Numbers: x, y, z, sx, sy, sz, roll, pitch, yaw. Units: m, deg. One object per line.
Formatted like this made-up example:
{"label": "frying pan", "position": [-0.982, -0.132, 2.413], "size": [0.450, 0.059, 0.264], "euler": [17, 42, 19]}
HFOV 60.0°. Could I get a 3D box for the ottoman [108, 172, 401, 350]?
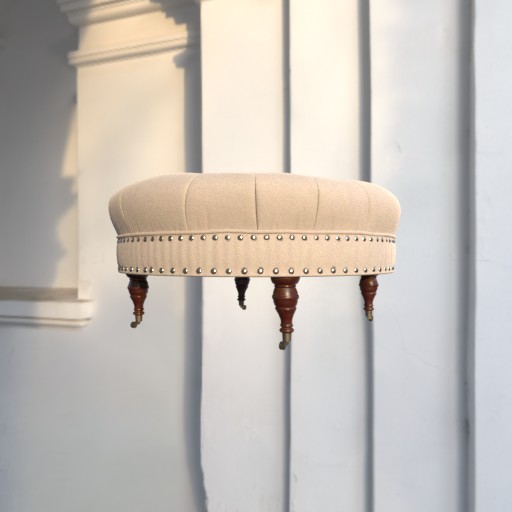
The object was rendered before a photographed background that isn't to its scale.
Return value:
{"label": "ottoman", "position": [0.000, 0.000, 1.420], "size": [0.901, 0.439, 0.901], "euler": [0, 0, 0]}
